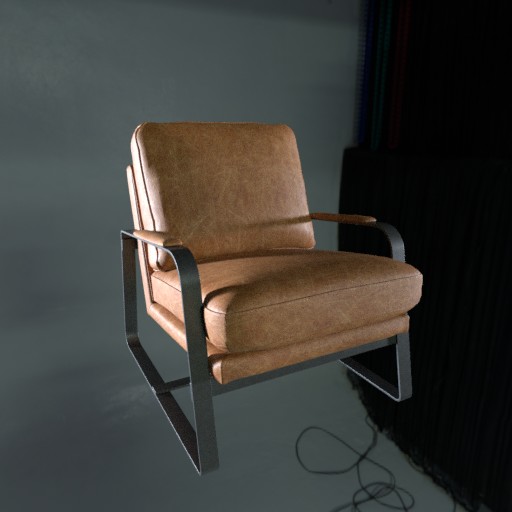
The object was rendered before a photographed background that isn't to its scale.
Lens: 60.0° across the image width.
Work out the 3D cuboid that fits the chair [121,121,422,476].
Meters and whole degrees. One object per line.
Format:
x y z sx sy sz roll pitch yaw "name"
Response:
0.000 0.000 1.322 0.651 0.777 0.801 -8 18 -27 "chair"
